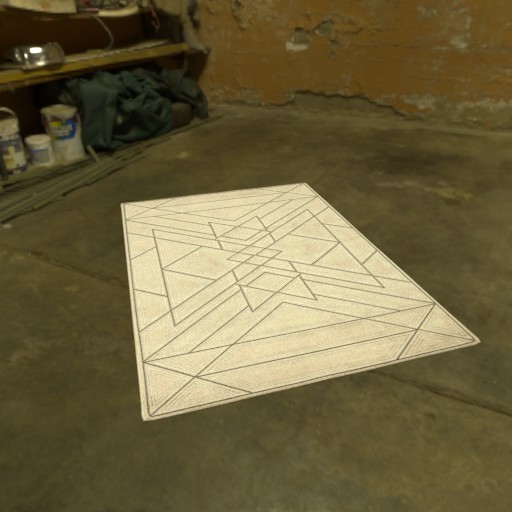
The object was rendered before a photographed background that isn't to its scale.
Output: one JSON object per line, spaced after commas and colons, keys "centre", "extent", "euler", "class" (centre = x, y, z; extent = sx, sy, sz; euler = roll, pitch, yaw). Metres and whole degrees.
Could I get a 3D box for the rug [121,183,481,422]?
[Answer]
{"centre": [0.000, 0.000, 4.326], "extent": [2.436, 0.026, 3.381], "euler": [-9, 31, -15], "class": "rug"}
